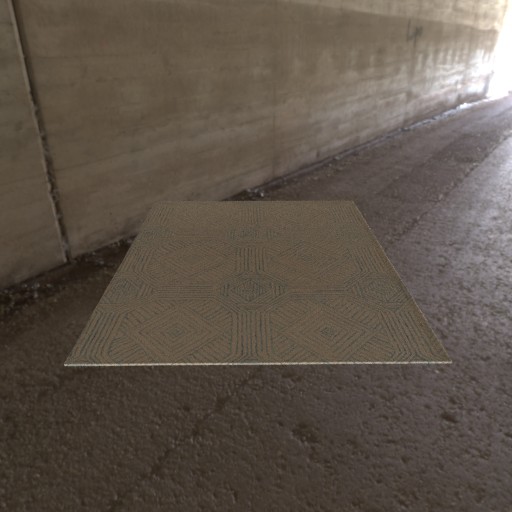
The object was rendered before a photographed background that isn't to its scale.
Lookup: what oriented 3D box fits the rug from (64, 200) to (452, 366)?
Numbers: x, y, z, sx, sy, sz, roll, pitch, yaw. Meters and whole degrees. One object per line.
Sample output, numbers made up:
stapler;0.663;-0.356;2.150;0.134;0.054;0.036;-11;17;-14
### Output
rug;0.000;0.000;4.156;2.457;0.015;3.049;0;26;-1
